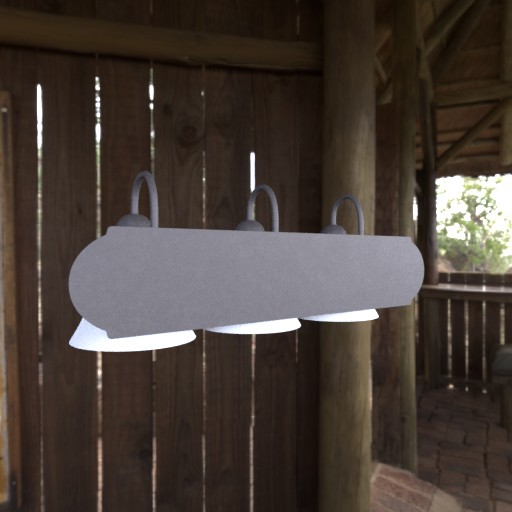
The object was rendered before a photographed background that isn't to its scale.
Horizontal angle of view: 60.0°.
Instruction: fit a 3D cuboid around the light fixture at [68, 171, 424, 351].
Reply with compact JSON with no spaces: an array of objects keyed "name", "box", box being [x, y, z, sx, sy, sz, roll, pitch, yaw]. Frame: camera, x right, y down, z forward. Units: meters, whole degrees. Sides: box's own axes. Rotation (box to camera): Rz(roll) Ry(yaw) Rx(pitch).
[{"name":"light fixture","box":[0.000,0.000,0.702,0.610,0.222,0.199,0,0,-36]}]
